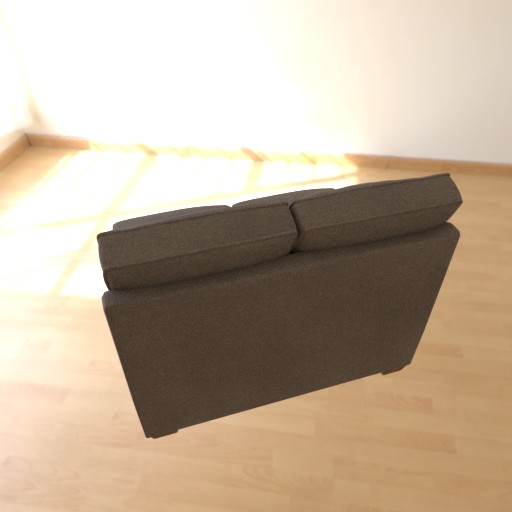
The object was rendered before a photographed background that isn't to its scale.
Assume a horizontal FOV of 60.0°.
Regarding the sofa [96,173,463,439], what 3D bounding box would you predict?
[{"bbox_3d":[0.000,0.000,1.973,1.237,1.008,0.951,-11,41,-13],"label":"sofa"}]
